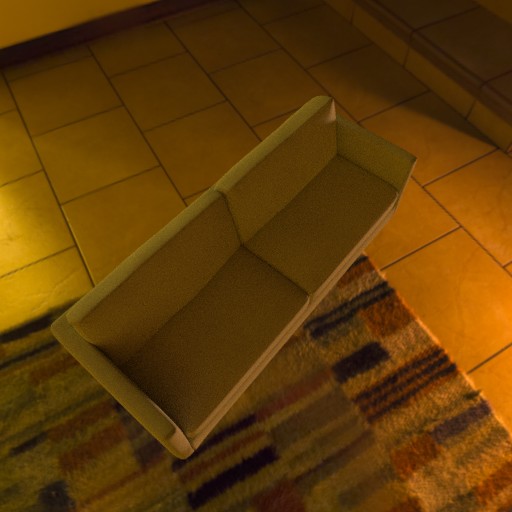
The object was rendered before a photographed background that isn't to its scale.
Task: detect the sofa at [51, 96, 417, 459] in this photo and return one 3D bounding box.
[{"bbox_3d":[0.000,0.000,2.958,0.948,0.965,2.434,36,65,20],"label":"sofa"}]
